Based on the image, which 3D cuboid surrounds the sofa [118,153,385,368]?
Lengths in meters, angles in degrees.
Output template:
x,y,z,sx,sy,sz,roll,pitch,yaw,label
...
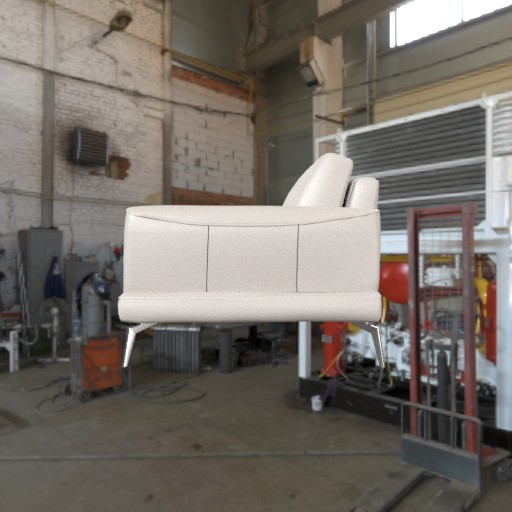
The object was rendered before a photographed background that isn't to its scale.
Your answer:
x,y,z,sx,sy,sz,roll,pitch,yaw,label
0.000,0.000,2.820,1.121,0.930,2.177,0,0,1,sofa
